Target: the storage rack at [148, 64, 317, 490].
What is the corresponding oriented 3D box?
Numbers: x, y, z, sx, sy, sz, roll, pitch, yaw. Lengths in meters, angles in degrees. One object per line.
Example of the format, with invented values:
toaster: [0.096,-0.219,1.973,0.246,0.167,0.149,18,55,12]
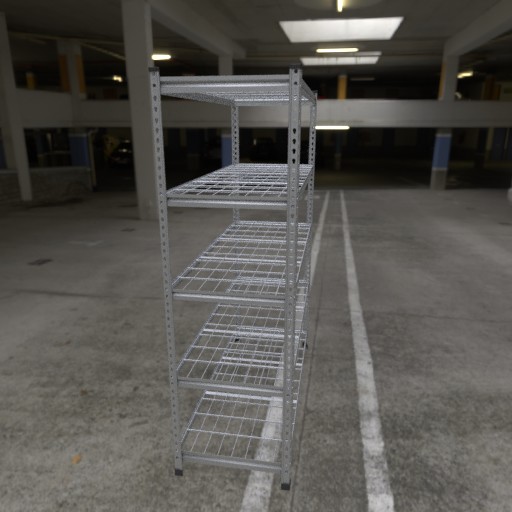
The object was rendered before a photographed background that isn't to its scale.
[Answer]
storage rack: [0.000,0.000,2.708,0.610,1.981,1.524,3,17,9]
